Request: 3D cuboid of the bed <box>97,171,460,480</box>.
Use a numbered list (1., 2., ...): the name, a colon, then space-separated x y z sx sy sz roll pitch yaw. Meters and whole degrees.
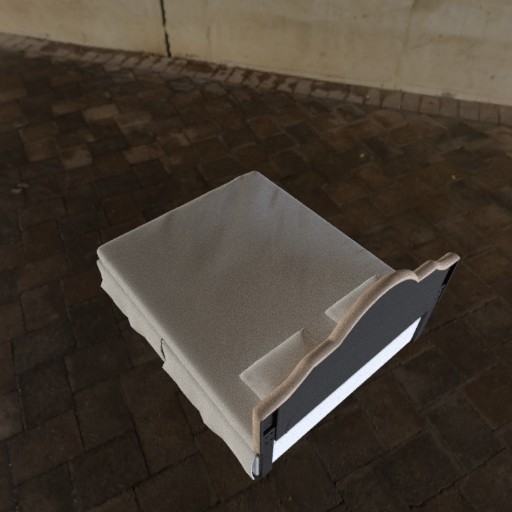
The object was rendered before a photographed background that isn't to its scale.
1. bed: 0.000 0.000 3.018 1.667 1.194 1.970 -31 54 -26
